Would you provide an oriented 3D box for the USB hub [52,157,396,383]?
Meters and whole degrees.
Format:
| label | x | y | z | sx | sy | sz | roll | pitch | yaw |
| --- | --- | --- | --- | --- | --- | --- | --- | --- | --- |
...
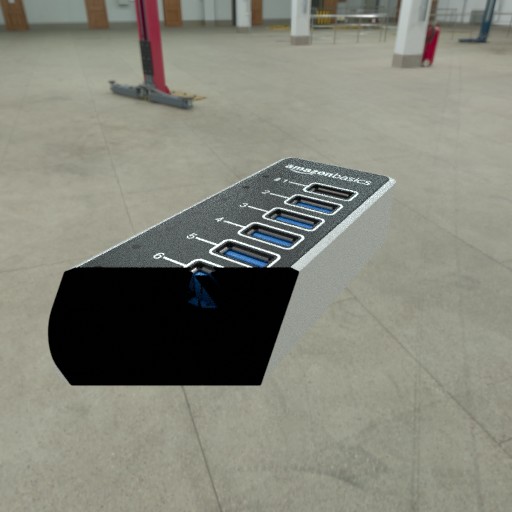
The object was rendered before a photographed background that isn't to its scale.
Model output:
| label | x | y | z | sx | sy | sz | roll | pitch | yaw |
| --- | --- | --- | --- | --- | --- | --- | --- | --- | --- |
| USB hub | 0.000 | 0.000 | 0.127 | 0.044 | 0.023 | 0.110 | 19 | 35 | 29 |
